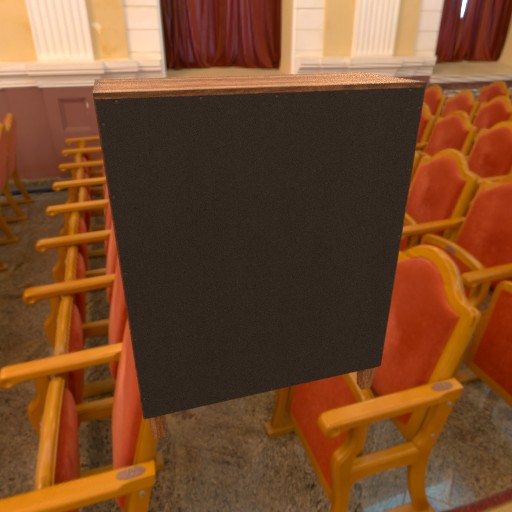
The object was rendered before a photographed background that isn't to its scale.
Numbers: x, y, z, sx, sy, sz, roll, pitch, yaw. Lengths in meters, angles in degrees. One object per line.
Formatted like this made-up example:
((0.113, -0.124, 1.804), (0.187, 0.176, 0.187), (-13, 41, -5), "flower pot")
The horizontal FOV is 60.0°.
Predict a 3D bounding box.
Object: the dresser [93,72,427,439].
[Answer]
((0.000, 0.000, 1.838), (1.067, 1.359, 0.438), (-8, 28, -15), "dresser")
